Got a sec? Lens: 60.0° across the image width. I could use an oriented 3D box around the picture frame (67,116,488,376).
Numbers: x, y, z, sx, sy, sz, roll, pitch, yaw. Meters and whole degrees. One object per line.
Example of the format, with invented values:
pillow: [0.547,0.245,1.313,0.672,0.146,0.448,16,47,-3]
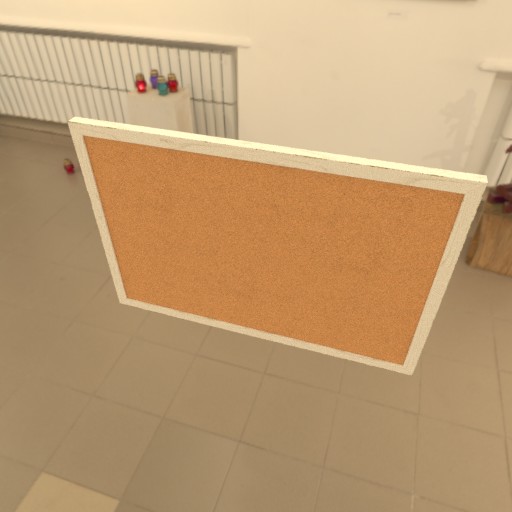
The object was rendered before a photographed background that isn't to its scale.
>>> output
picture frame: [0.000,0.000,1.186,0.950,0.640,0.029,12,42,13]
